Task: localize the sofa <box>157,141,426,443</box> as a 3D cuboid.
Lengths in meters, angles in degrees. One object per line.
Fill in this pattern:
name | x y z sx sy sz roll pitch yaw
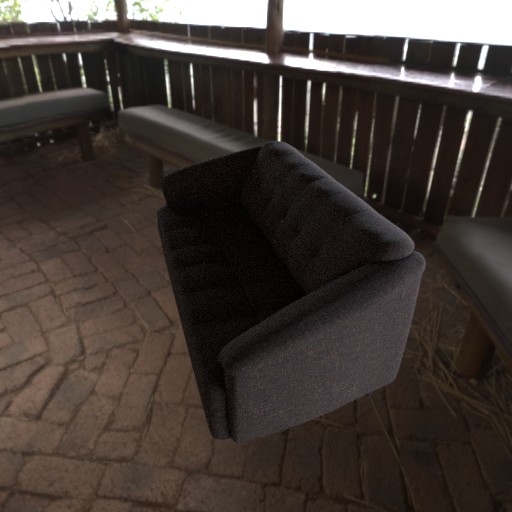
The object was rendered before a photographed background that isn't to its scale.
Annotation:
sofa | 0.000 0.000 2.320 0.887 0.790 1.849 -9 31 -15
